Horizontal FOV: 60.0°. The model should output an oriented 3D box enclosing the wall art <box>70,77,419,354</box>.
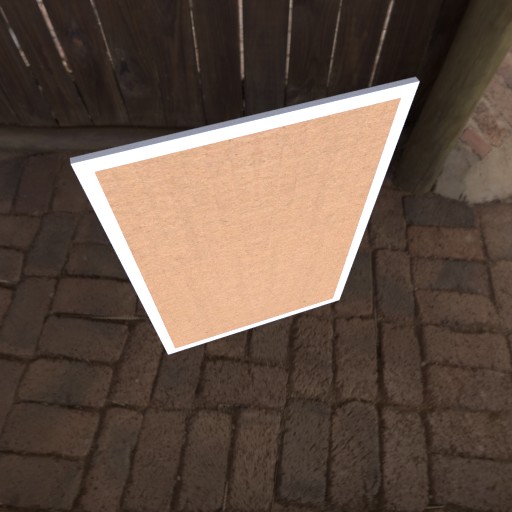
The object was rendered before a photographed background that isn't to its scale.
[{"bbox_3d":[0.000,0.000,1.214,0.660,0.965,0.015,-16,60,-10],"label":"wall art"}]
